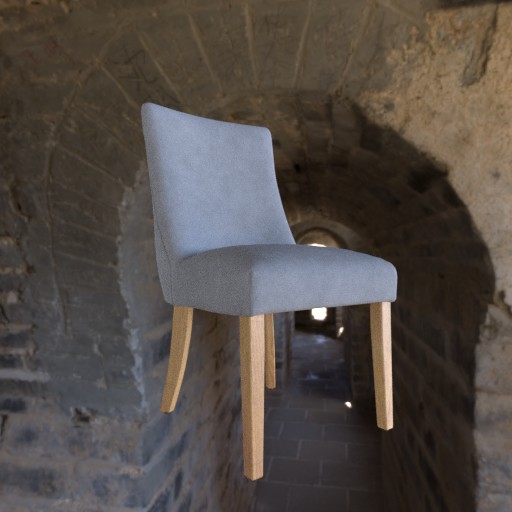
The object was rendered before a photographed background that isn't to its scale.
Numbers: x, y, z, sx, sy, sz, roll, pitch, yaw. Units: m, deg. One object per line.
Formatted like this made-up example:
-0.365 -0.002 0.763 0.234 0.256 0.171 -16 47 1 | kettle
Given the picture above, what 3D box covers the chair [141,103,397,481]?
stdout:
0.000 0.000 1.243 0.495 0.902 0.610 0 0 -36 | chair
